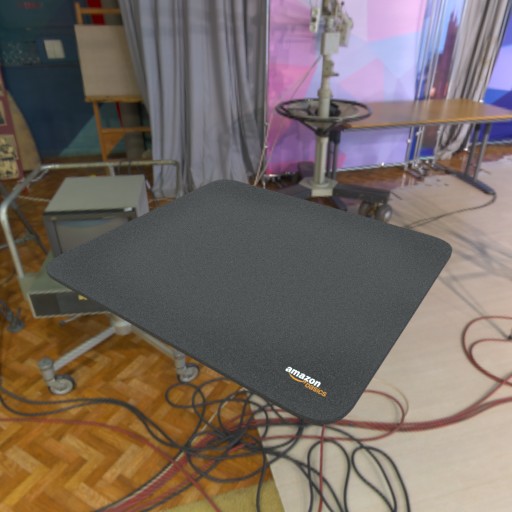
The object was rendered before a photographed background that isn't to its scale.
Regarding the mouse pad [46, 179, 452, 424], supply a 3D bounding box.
[{"bbox_3d":[0.000,0.000,0.319,0.229,0.003,0.203,21,37,30],"label":"mouse pad"}]
